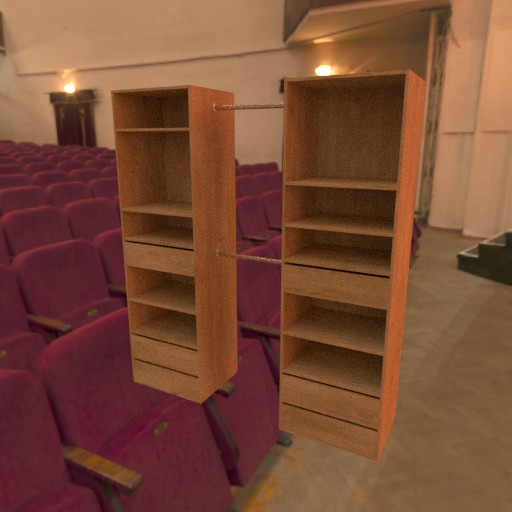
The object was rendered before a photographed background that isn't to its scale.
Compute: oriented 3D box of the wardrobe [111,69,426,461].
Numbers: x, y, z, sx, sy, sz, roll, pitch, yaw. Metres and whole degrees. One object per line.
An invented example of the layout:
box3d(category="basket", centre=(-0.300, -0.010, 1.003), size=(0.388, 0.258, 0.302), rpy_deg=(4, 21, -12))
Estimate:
box3d(category="wardrobe", centre=(0.000, 0.000, 2.784), size=(1.770, 2.000, 0.480), rpy_deg=(8, 16, 27))
